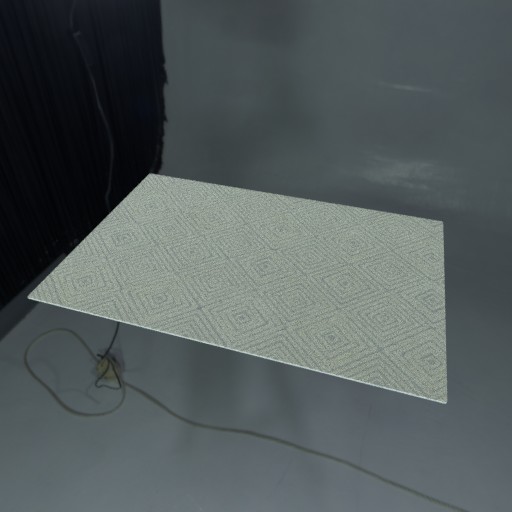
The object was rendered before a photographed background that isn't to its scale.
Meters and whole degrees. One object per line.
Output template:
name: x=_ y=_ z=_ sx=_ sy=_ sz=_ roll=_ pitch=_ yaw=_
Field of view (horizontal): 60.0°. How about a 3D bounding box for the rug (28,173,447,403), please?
rug: x=0.000 y=0.000 z=2.169 sx=1.753 sy=0.008 sz=1.143 roll=11 pitch=41 yaw=13
